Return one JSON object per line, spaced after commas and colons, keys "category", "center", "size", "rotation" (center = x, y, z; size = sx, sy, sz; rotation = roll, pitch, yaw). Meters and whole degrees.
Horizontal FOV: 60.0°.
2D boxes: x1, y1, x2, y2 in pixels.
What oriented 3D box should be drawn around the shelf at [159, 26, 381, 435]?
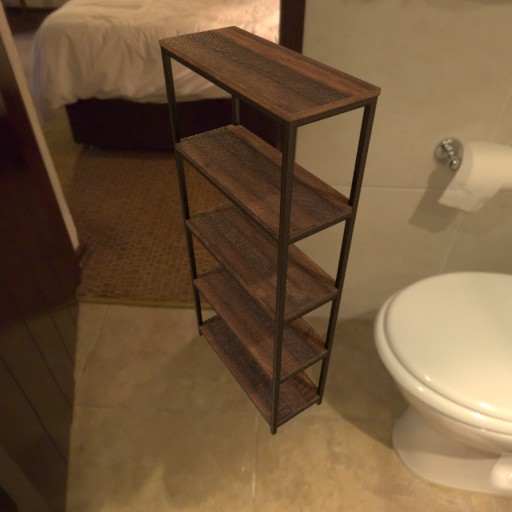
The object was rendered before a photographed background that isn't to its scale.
{"category": "shelf", "center": [0.000, 0.000, 2.200], "size": [0.359, 1.860, 0.874], "rotation": [-24, 47, -25]}
